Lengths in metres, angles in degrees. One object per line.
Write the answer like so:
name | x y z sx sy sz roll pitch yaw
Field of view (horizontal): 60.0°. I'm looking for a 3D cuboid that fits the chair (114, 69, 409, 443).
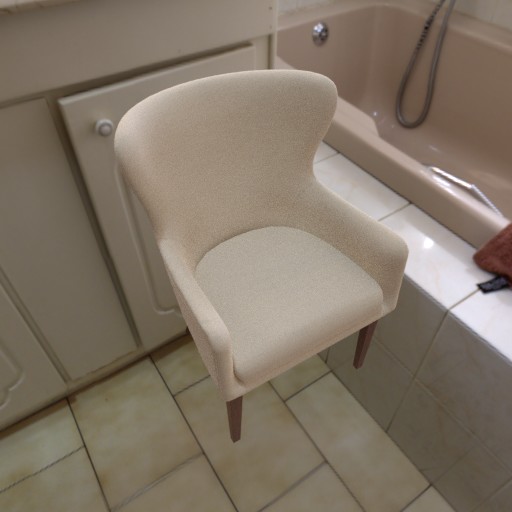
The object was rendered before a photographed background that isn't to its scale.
chair | 0.000 0.000 1.501 0.696 0.990 0.744 -24 50 -21
